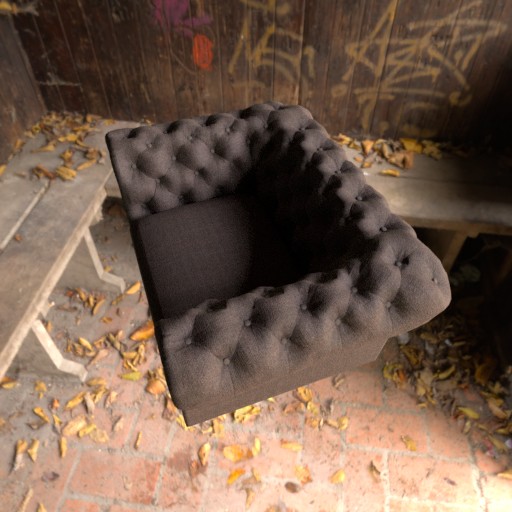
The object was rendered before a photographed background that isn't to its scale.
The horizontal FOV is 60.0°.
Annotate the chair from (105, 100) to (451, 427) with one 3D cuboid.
[{"bbox_3d":[0.000,0.000,1.859,0.945,0.780,1.298,-15,49,-14],"label":"chair"}]
